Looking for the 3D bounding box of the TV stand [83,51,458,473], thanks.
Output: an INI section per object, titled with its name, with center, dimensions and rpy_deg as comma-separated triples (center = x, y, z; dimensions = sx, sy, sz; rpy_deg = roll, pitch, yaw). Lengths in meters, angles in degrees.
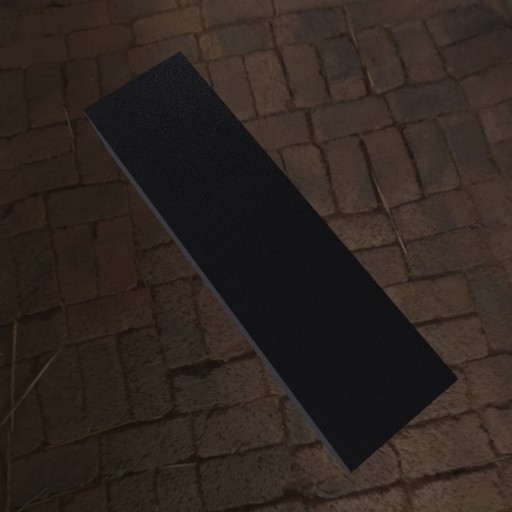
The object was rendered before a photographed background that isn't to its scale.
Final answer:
[TV stand]
center = 0.000, 0.000, 1.537
dimensions = 0.390, 0.518, 1.312
rpy_deg = -36, 77, -10
